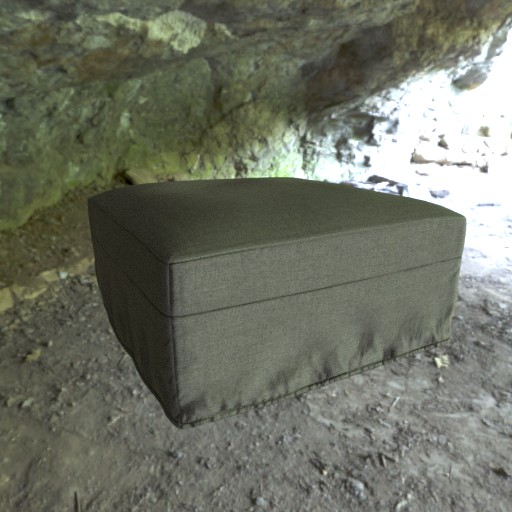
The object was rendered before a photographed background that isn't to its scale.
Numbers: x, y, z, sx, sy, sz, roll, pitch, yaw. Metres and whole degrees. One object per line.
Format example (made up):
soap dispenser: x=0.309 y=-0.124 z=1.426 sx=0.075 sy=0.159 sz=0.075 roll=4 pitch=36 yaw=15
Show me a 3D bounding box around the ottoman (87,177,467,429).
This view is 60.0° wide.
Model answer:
ottoman: x=0.000 y=0.000 z=1.348 sx=0.840 sy=0.436 sz=0.843 roll=-9 pitch=19 yaw=-28
